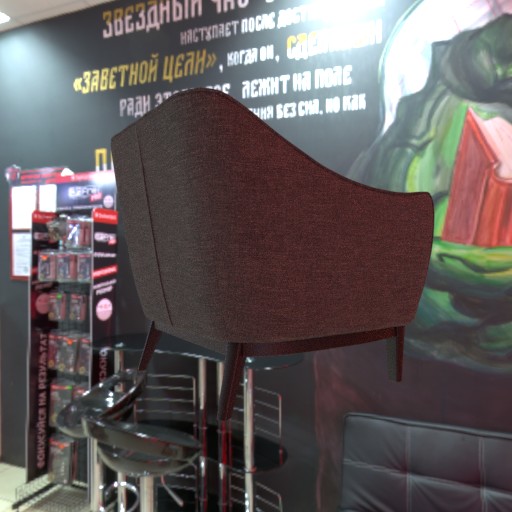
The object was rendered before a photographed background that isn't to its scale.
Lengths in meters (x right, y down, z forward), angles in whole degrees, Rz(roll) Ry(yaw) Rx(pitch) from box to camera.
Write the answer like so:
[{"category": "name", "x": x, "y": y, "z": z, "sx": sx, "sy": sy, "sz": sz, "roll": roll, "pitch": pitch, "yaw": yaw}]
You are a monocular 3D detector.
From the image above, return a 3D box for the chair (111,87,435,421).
[{"category": "chair", "x": 0.000, "y": 0.000, "z": 1.540, "sx": 0.851, "sy": 0.829, "sz": 0.870, "roll": 0, "pitch": 1, "yaw": -35}]
